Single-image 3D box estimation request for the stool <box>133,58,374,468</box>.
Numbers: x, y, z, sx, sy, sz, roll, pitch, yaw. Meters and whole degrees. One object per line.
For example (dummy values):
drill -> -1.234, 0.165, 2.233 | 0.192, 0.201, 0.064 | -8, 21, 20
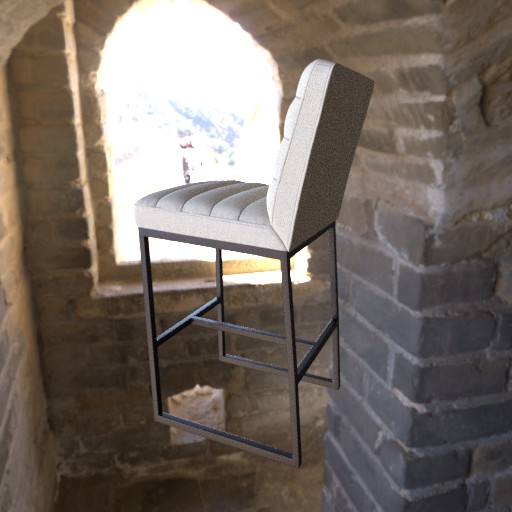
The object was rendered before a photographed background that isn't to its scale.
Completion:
stool -> 0.000, 0.000, 1.351 | 0.560, 1.040, 0.460 | 7, 18, 24
